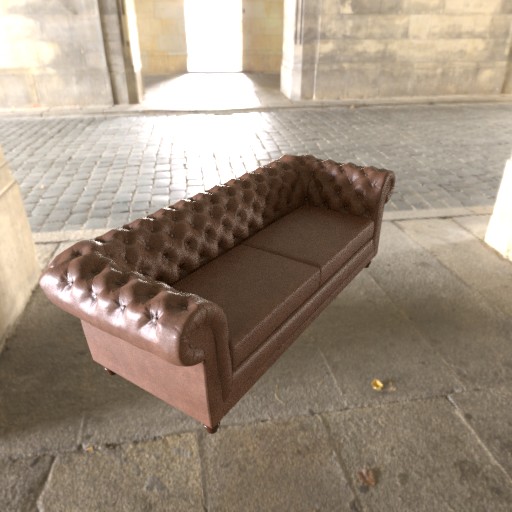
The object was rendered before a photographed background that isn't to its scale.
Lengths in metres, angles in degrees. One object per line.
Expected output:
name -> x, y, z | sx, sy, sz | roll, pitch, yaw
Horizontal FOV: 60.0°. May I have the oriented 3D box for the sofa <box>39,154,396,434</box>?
sofa -> 0.000, 0.000, 2.796 | 0.944, 0.783, 2.385 | 17, 32, 30
